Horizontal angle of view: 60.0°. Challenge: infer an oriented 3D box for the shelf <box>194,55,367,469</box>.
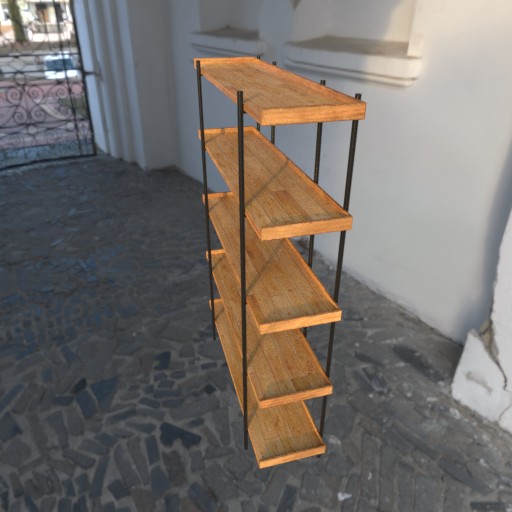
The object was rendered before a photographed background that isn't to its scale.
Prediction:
[{"bbox_3d":[0.000,0.000,2.354,0.379,1.826,1.371,-8,31,-13],"label":"shelf"}]
